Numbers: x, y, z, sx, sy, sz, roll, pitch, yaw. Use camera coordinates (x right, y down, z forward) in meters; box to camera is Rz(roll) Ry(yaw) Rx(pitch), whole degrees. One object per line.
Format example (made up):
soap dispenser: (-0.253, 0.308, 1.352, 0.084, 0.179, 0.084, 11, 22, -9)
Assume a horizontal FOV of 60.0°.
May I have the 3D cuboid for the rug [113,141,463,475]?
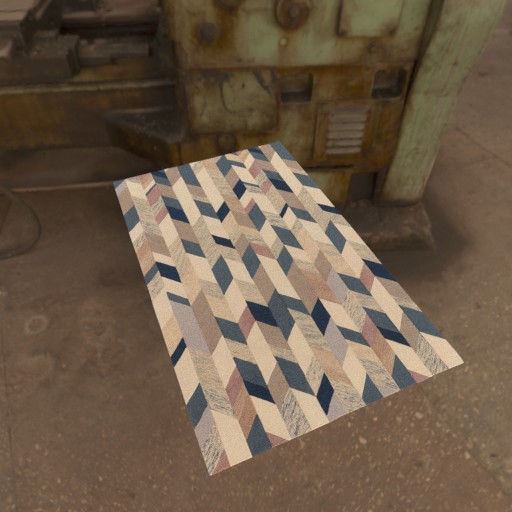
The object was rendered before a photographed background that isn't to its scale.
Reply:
rug: (0.000, 0.000, 3.043, 1.513, 0.008, 2.423, -17, 50, -16)
